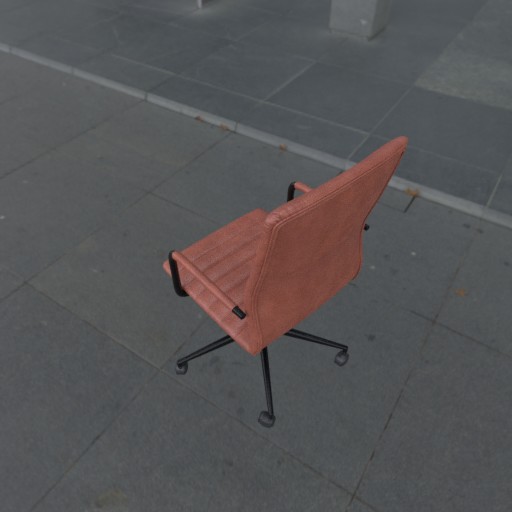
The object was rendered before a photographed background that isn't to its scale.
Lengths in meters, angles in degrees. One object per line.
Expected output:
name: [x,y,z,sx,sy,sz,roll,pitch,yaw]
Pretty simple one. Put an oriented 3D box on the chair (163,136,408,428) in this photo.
chair: [0.000,0.000,1.300,0.600,0.878,0.578,-33,54,-28]
